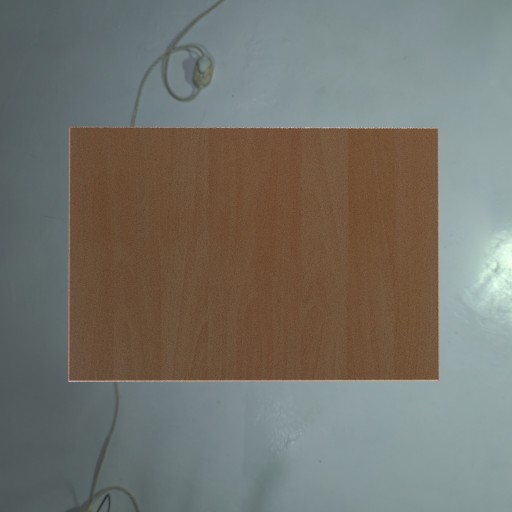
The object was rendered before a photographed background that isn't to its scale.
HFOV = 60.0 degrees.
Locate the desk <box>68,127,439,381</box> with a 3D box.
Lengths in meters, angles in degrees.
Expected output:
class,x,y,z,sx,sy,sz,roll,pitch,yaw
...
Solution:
class,x,y,z,sx,sy,sz,roll,pitch,yaw
desk,0.000,0.000,1.070,0.600,0.730,0.404,0,89,-1
